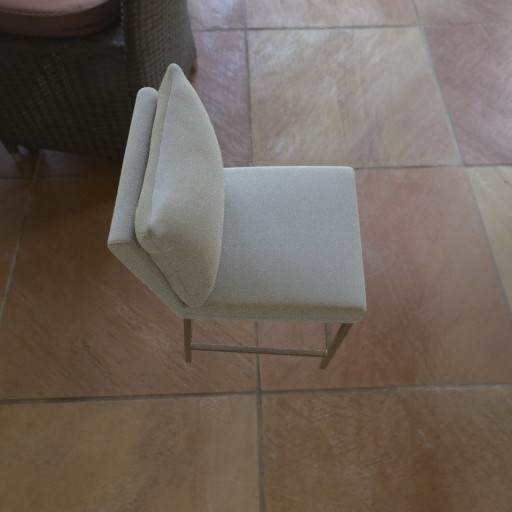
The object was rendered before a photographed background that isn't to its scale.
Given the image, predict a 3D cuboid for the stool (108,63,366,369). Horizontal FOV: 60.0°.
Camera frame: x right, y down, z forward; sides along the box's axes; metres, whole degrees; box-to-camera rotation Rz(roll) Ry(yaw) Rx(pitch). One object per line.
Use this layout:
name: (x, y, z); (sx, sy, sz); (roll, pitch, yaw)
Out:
stool: (0.000, 0.000, 1.337); (0.572, 1.032, 0.463); (1, 63, 1)
